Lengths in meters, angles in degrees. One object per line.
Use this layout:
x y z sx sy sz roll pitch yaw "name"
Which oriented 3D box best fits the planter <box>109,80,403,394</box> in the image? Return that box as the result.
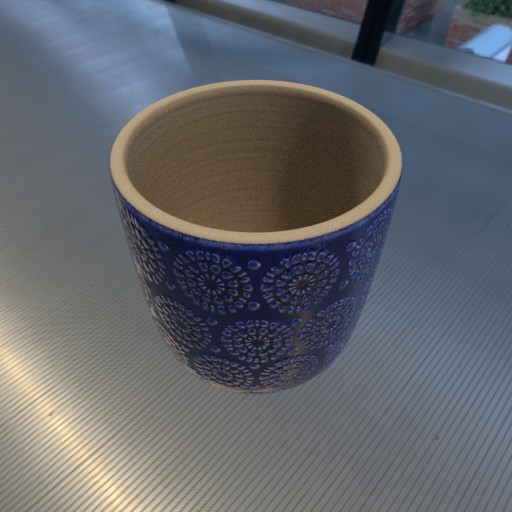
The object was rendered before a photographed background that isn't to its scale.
0.000 0.000 0.352 0.184 0.206 0.184 0 46 0 "planter"
